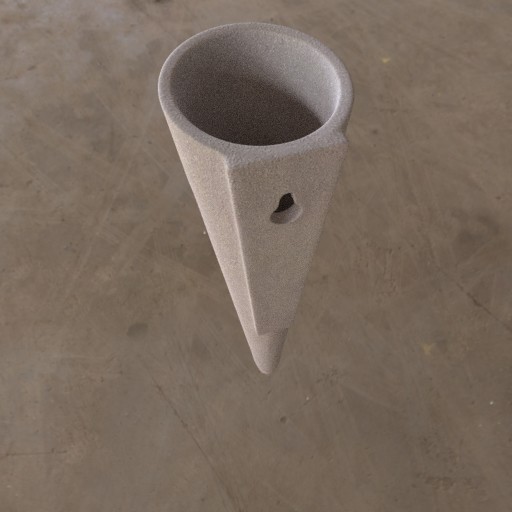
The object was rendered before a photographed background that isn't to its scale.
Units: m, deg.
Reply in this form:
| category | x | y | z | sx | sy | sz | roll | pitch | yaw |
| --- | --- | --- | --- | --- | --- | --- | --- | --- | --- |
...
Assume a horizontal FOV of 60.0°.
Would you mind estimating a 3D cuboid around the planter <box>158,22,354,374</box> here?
| category | x | y | z | sx | sy | sz | roll | pitch | yaw |
| --- | --- | --- | --- | --- | --- | --- | --- | --- | --- |
| planter | 0.000 | 0.000 | 0.286 | 0.078 | 0.259 | 0.087 | -14 | 59 | -9 |
